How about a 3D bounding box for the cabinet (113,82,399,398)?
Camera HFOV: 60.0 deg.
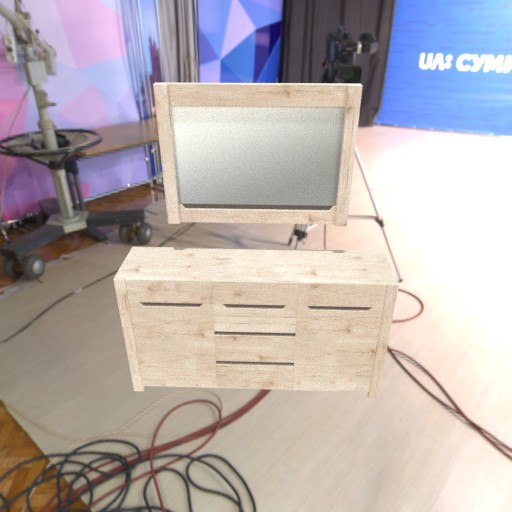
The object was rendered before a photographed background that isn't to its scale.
[{"bbox_3d":[0.000,0.000,2.780,1.700,1.981,0.420,1,29,2],"label":"cabinet"}]
